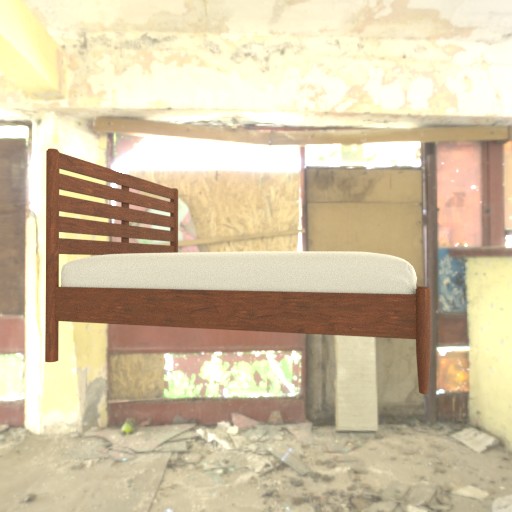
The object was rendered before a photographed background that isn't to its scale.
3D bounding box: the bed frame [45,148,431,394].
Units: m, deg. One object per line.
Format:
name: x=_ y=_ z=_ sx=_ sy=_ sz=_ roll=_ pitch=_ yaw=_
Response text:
bed frame: x=0.000 y=0.000 z=3.184 sx=2.234 sy=1.321 sz=1.655 roll=0 pitch=-1 yaw=18
